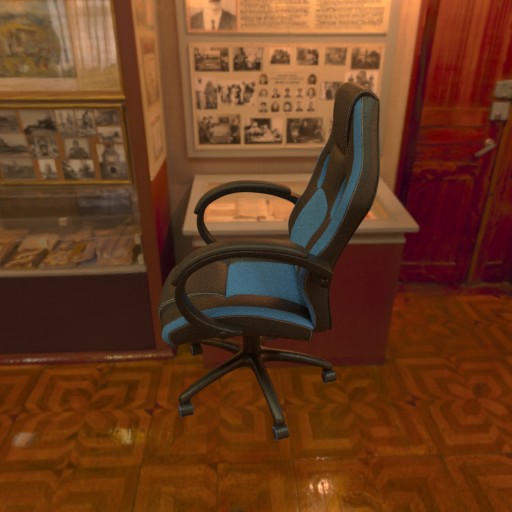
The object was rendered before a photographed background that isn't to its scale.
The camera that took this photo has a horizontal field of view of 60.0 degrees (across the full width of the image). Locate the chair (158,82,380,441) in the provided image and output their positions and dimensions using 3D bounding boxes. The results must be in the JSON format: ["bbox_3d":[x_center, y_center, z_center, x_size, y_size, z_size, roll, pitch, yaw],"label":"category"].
[{"bbox_3d":[0.000,0.000,1.636,0.724,1.187,0.673,0,26,0],"label":"chair"}]
